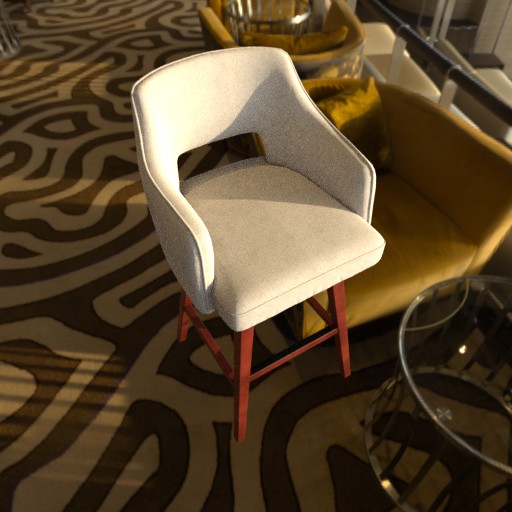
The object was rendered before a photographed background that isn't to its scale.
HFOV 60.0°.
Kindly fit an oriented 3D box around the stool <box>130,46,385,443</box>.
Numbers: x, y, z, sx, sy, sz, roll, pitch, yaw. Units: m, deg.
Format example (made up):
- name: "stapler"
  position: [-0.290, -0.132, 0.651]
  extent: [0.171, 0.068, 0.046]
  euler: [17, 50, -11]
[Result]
- name: "stool"
  position: [0.000, 0.000, 1.327]
  extent: [0.548, 1.012, 0.558]
  euler: [-24, 50, -22]
